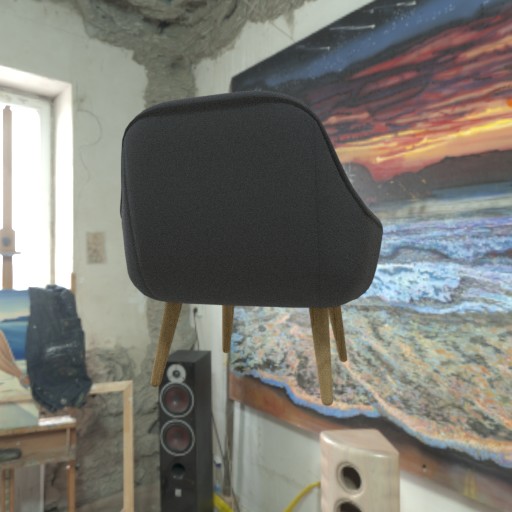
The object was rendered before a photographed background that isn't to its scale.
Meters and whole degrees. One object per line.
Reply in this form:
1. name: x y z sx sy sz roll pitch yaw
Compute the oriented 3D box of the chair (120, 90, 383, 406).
1. chair: 0.000 0.000 1.447 0.770 0.800 0.779 0 0 19
